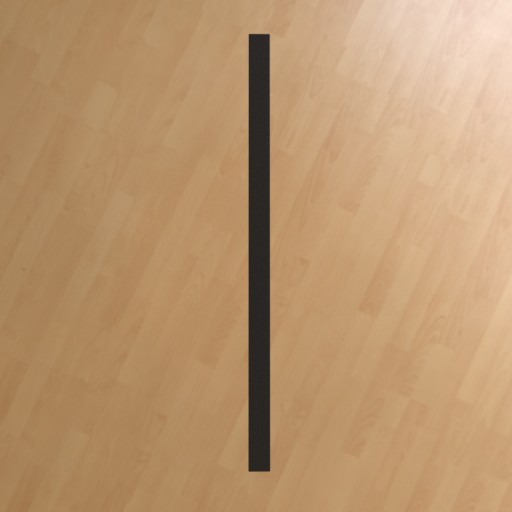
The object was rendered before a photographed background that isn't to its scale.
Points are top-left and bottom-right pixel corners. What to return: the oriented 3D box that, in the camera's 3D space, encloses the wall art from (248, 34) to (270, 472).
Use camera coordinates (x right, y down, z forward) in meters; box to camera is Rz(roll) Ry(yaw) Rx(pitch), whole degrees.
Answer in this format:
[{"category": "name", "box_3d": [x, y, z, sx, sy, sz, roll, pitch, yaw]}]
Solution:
[{"category": "wall art", "box_3d": [0.000, 0.000, 0.461, 0.015, 0.304, 0.306, 0, 88, -1]}]
